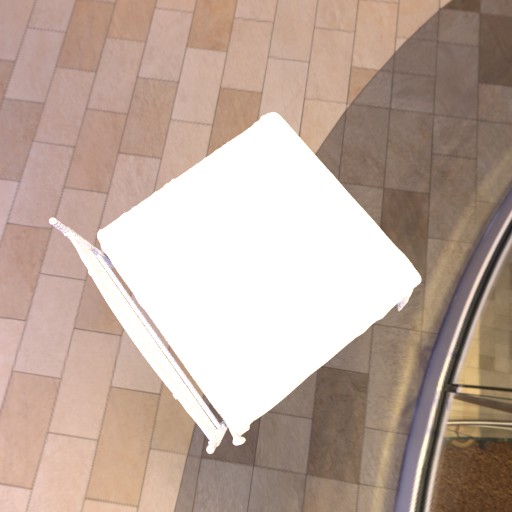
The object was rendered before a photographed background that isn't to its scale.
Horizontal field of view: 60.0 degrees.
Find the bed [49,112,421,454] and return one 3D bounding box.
[{"bbox_3d":[0.000,0.000,3.696,2.219,1.355,2.322,-37,79,-9],"label":"bed"}]
